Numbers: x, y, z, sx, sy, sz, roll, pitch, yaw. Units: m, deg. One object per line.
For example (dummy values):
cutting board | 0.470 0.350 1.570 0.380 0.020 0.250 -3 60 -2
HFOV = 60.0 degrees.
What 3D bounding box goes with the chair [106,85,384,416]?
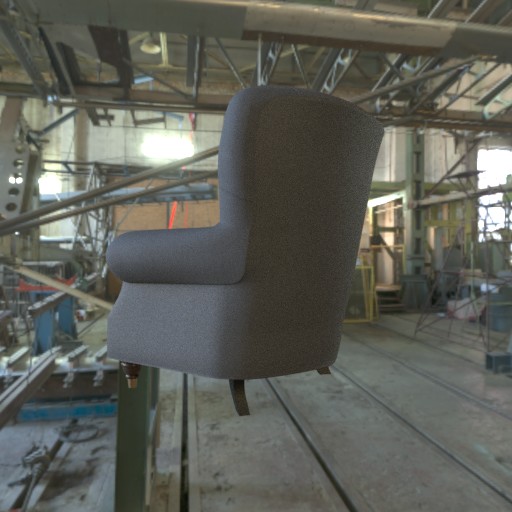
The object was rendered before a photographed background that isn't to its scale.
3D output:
chair | 0.000 0.000 1.803 0.983 1.046 0.983 0 1 36
